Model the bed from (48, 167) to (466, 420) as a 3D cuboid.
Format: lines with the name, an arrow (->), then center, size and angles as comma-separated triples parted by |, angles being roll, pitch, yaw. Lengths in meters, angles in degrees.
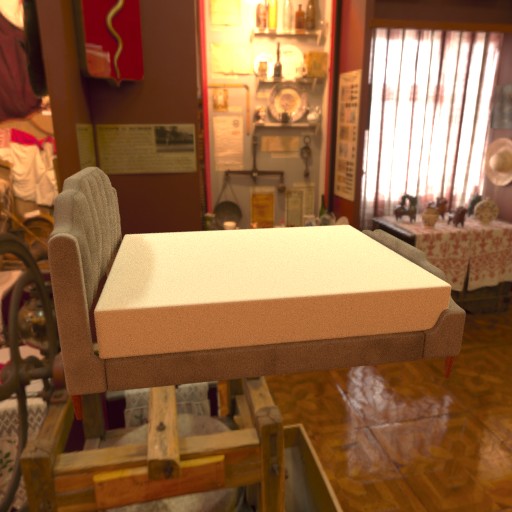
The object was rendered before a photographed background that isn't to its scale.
bed -> 0.000, 0.000, 3.198 | 2.340, 1.245, 1.676 | -3, 17, -10
